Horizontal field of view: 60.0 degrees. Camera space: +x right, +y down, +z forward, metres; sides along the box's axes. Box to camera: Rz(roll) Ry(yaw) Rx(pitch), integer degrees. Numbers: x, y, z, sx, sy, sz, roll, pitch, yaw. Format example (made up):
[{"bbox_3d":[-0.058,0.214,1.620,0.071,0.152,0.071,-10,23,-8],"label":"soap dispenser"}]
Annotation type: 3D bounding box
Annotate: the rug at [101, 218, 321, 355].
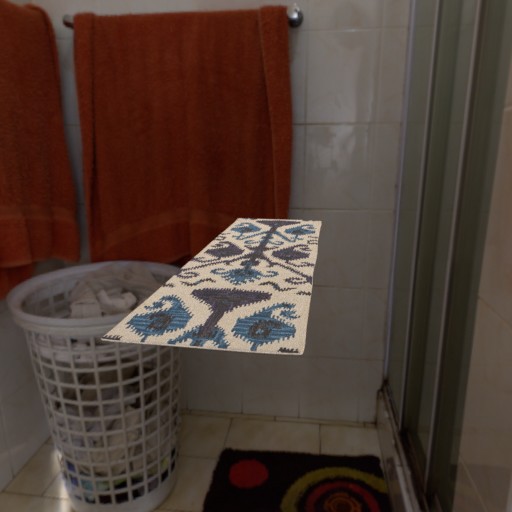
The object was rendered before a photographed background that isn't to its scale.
[{"bbox_3d":[0.000,0.000,2.549,0.692,0.017,2.301,3,15,9],"label":"rug"}]
